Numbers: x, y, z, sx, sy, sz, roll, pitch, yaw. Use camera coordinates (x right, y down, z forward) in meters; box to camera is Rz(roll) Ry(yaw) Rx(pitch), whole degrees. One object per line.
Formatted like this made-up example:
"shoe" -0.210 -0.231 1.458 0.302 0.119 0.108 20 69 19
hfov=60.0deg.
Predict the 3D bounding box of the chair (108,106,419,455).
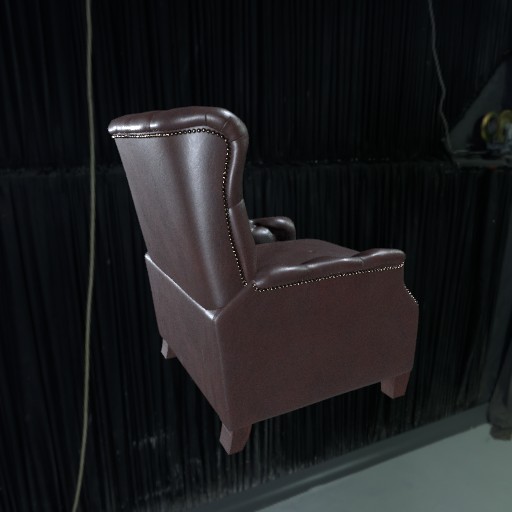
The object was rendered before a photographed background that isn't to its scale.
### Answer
"chair" 0.000 0.000 1.434 0.823 0.864 0.709 -7 16 -26
